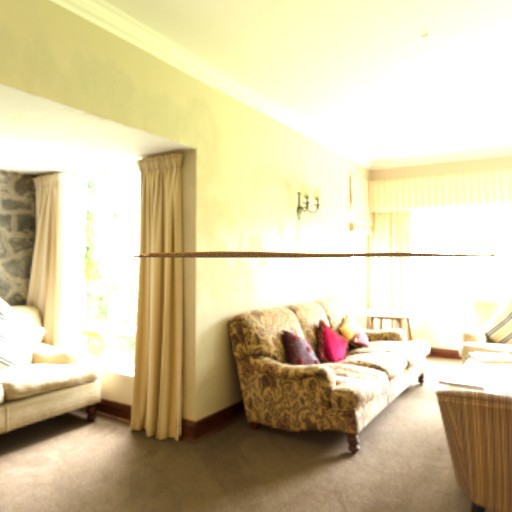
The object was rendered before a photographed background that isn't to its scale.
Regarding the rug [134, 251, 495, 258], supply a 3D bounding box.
[{"bbox_3d":[0.000,0.000,2.951,1.524,0.015,2.439,0,0,-17],"label":"rug"}]
